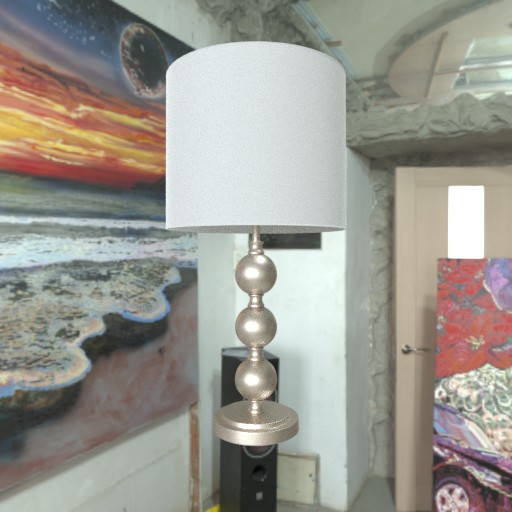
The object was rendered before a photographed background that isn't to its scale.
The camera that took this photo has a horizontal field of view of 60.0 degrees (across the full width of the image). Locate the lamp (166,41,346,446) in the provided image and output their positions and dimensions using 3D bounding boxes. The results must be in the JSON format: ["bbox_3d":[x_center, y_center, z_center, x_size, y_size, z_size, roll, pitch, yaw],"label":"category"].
[{"bbox_3d":[0.000,0.000,0.692,0.277,0.538,0.277,0,1,0],"label":"lamp"}]
